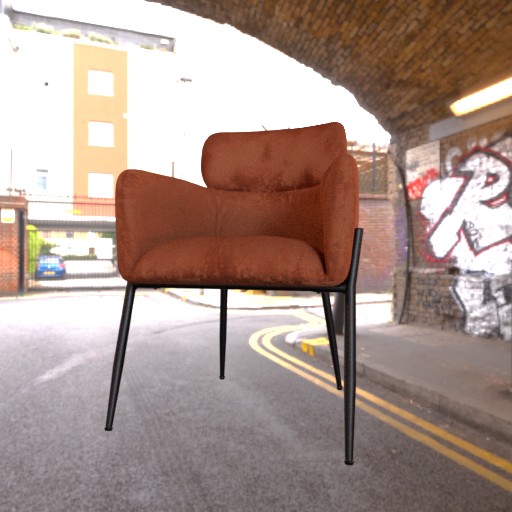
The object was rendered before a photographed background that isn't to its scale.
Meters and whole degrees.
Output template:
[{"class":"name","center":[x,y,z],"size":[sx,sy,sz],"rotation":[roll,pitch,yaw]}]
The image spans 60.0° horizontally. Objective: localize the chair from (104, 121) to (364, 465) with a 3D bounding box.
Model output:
[{"class":"chair","center":[0.000,0.000,1.131],"size":[0.561,0.772,0.523],"rotation":[0,0,18]}]
